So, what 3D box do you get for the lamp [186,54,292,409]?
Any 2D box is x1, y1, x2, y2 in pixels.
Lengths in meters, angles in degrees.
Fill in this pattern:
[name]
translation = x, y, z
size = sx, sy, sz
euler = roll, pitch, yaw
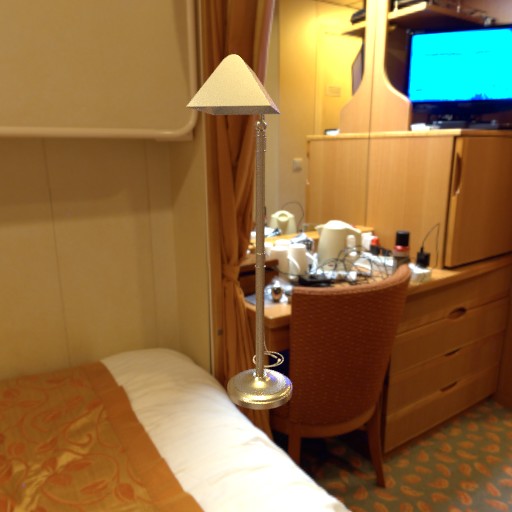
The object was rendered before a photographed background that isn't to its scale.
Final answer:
[lamp]
translation = 0.000, 0.000, 0.943
size = 0.159, 0.708, 0.546
euler = 2, 14, 9
